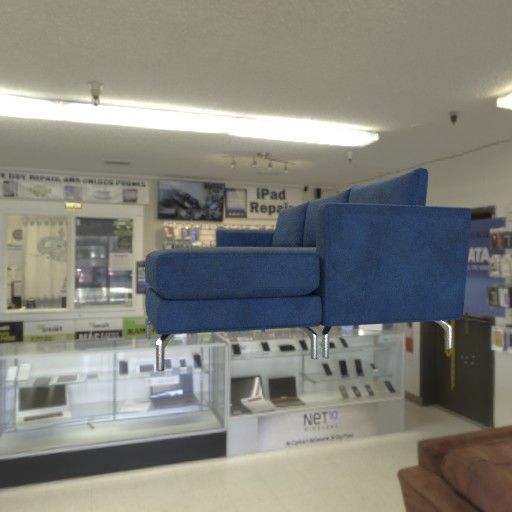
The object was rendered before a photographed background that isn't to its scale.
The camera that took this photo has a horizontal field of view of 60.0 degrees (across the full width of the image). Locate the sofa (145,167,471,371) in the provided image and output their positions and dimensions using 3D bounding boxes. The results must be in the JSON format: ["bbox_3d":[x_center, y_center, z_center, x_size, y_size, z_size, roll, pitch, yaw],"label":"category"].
[{"bbox_3d":[0.000,0.000,3.237,1.622,0.987,2.438,0,0,-17],"label":"sofa"}]
